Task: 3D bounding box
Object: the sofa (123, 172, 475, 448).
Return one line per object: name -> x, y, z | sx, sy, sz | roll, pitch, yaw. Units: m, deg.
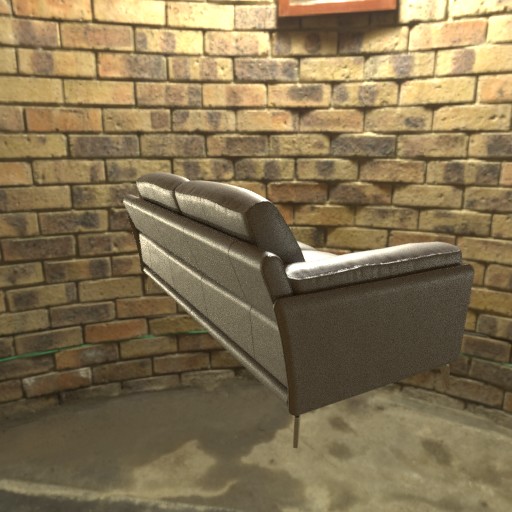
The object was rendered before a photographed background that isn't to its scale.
sofa -> 0.000, 0.000, 2.581 | 1.049, 0.930, 2.101 | -8, 16, -28
